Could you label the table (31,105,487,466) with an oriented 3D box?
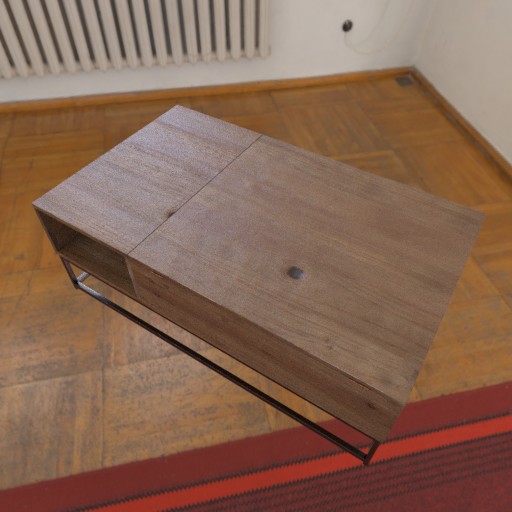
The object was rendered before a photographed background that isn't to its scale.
[{"bbox_3d":[0.000,0.000,1.387,1.101,0.395,0.655,25,53,21],"label":"table"}]
